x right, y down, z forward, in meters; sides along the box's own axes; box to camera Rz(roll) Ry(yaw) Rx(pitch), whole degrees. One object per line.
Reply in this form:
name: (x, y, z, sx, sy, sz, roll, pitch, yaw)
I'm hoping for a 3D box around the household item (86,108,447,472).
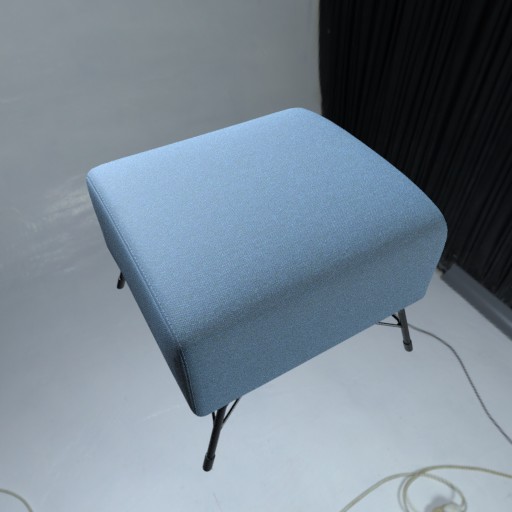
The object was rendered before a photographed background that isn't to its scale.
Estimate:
household item: (0.000, 0.000, 0.927, 0.530, 0.420, 0.530, -23, 50, -20)
